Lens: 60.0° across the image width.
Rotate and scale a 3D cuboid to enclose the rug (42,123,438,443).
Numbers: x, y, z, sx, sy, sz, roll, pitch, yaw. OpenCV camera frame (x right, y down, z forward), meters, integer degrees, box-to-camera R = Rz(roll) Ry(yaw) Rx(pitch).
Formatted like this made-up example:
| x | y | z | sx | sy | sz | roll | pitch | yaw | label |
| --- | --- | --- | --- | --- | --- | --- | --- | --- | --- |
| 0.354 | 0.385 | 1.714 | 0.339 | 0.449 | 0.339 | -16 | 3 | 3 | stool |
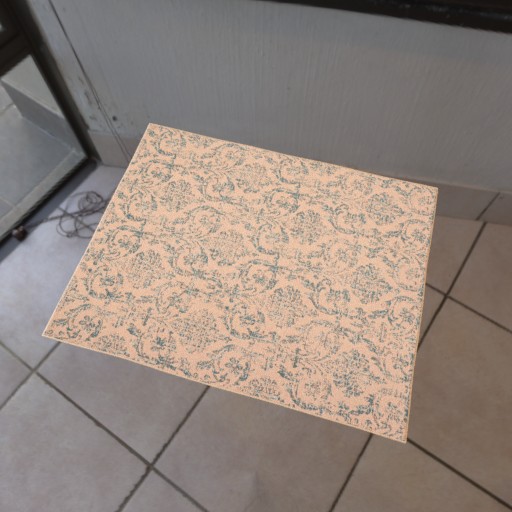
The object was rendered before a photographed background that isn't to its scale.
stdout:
| x | y | z | sx | sy | sz | roll | pitch | yaw | label |
| --- | --- | --- | --- | --- | --- | --- | --- | --- | --- |
| 0.000 | 0.000 | 3.950 | 2.980 | 0.012 | 2.363 | 14 | 65 | 7 | rug |
